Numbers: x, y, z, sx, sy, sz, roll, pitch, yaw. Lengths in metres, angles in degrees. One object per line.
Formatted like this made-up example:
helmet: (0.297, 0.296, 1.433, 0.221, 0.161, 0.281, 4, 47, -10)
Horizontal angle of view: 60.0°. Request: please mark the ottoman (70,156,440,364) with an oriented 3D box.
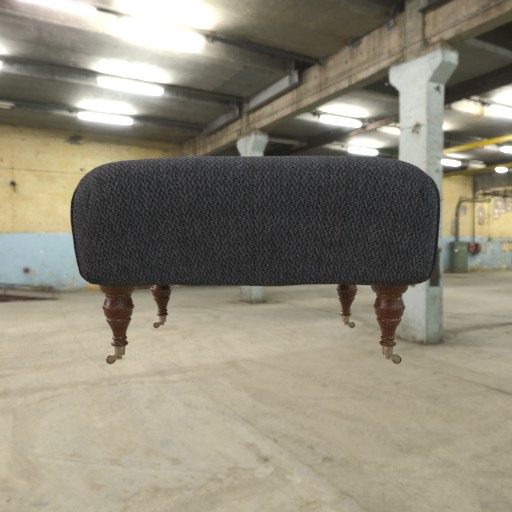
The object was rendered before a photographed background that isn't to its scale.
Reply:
ottoman: (0.000, 0.000, 1.141, 0.747, 0.450, 0.622, 0, 1, 0)
